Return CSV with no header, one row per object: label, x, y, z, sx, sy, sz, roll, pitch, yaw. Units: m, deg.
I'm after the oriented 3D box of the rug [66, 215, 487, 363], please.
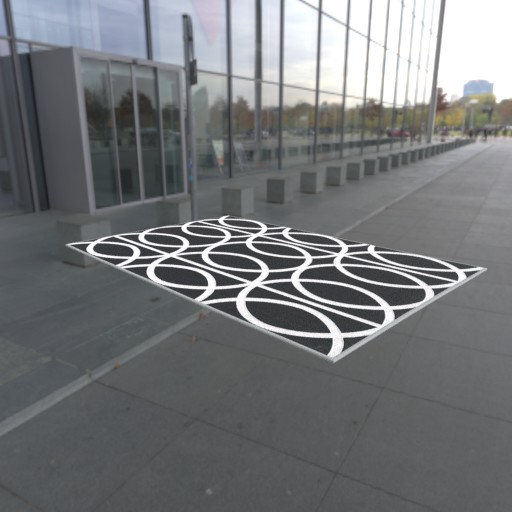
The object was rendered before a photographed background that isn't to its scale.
rug,0.000,0.000,2.841,1.526,0.014,2.290,-15,22,-43
